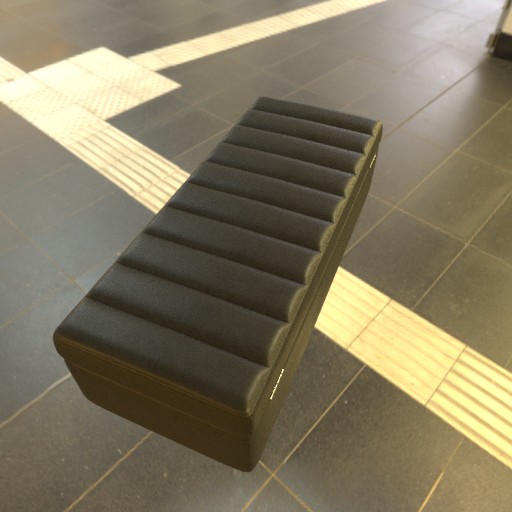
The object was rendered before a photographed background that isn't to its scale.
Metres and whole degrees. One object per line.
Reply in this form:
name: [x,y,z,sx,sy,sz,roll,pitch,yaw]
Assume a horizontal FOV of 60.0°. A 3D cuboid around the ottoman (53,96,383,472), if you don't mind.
ottoman: [0.000,0.000,1.376,0.482,0.469,1.151,17,49,16]
